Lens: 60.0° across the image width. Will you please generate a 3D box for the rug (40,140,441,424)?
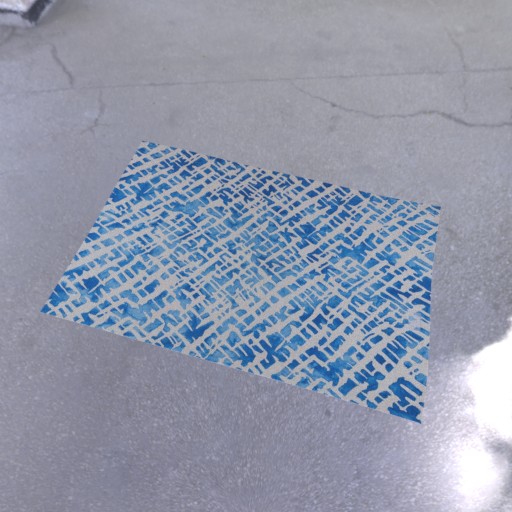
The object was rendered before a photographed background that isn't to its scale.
[{"bbox_3d":[0.000,0.000,2.319,1.830,0.011,1.209,14,60,9],"label":"rug"}]
